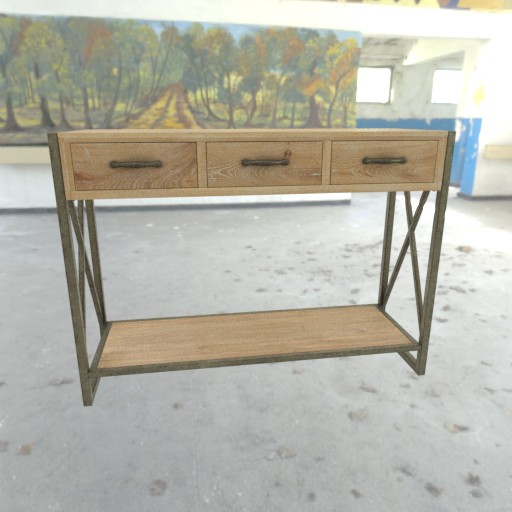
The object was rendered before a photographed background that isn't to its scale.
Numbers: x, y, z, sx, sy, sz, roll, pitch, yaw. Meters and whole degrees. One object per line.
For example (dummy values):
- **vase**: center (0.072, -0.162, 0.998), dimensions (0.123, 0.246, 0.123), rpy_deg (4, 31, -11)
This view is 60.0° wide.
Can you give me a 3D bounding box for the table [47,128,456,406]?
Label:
- **table**: center (0.000, 0.000, 1.398), dimensions (1.059, 0.763, 0.361), rpy_deg (-3, 17, -9)
